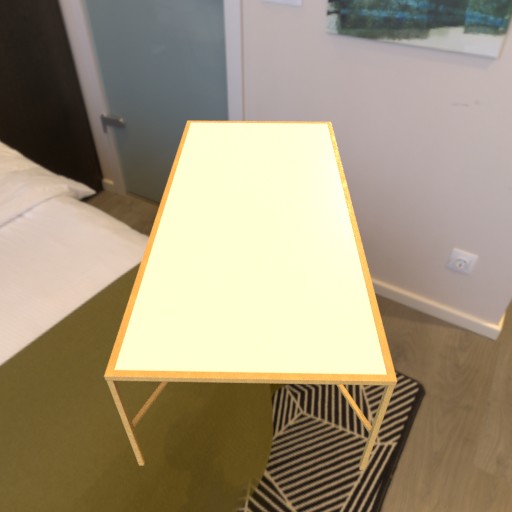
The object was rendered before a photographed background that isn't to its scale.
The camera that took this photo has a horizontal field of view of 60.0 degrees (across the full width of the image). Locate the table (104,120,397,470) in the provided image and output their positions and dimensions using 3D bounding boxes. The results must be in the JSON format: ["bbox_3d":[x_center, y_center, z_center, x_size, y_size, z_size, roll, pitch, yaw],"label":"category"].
[{"bbox_3d":[0.000,0.000,1.463,0.580,0.398,1.206,1,41,1],"label":"table"}]
